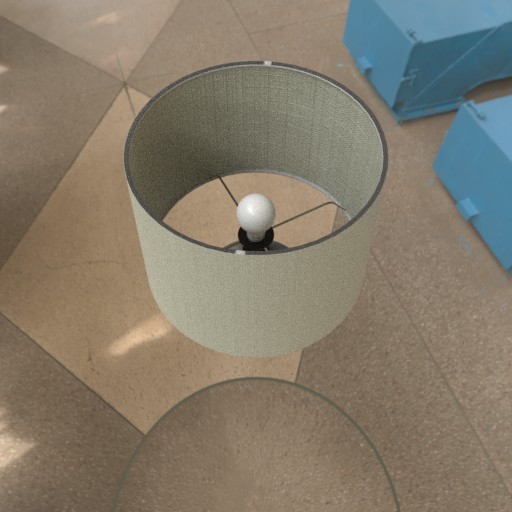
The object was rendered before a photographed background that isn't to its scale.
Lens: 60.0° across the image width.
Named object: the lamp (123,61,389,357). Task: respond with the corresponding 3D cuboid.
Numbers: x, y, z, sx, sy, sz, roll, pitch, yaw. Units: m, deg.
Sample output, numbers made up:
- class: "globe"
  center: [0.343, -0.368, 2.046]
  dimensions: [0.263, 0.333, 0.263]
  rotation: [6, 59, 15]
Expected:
- class: "lamp"
  center: [0.000, 0.000, 0.779]
  dimensions: [0.376, 0.540, 0.376]
  rotation: [0, 59, 0]
